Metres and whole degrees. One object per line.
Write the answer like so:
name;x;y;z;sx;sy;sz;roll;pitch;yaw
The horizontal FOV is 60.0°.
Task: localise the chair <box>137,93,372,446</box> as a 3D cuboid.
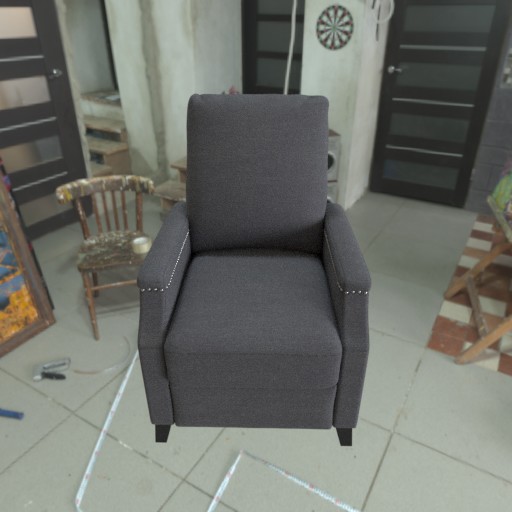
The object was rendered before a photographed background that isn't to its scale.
chair;0.000;0.000;1.655;0.710;1.049;0.922;1;29;1
